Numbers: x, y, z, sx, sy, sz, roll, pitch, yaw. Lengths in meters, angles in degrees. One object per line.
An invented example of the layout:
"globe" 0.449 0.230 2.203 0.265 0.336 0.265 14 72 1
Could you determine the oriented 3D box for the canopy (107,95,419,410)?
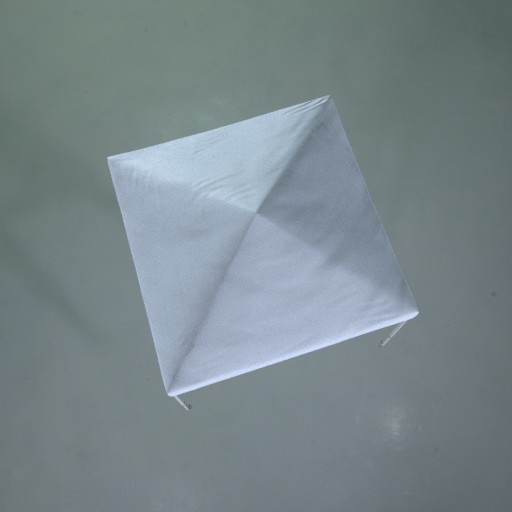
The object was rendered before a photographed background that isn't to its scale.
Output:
"canopy" 0.000 0.000 6.386 3.600 3.600 3.599 -17 76 -4
